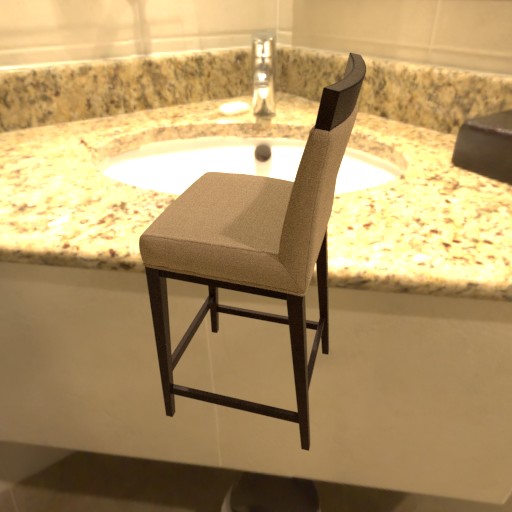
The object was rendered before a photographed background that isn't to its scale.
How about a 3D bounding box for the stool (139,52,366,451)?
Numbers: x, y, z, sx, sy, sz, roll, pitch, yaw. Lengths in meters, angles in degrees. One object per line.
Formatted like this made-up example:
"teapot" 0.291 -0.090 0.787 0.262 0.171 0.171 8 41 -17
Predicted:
"stool" 0.000 0.000 1.384 0.531 1.117 0.511 8 33 13
